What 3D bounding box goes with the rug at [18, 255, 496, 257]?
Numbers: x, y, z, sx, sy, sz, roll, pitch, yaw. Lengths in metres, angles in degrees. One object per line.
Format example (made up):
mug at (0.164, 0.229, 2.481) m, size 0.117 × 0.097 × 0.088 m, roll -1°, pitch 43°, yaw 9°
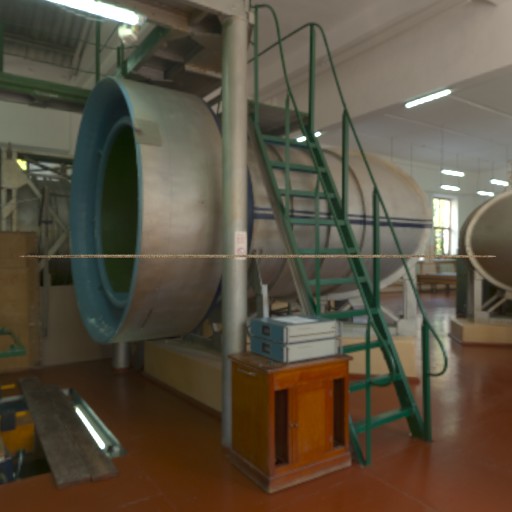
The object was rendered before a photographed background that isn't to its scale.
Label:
rug at (0.000, 0.000, 2.829) m, size 2.664 × 0.011 × 0.762 m, roll 0°, pitch 0°, yaw 1°
